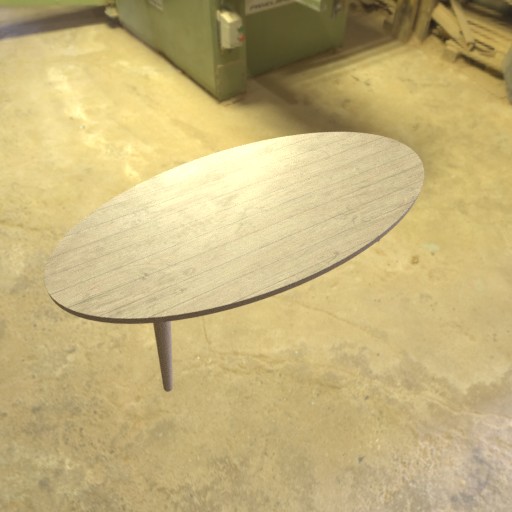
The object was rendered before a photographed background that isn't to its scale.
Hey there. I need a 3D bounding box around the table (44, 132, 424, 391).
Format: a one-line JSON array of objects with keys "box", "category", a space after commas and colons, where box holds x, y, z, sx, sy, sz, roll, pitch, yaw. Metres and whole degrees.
[{"box": [0.000, 0.000, 1.311, 1.083, 0.390, 0.542, -23, 51, -20], "category": "table"}]
